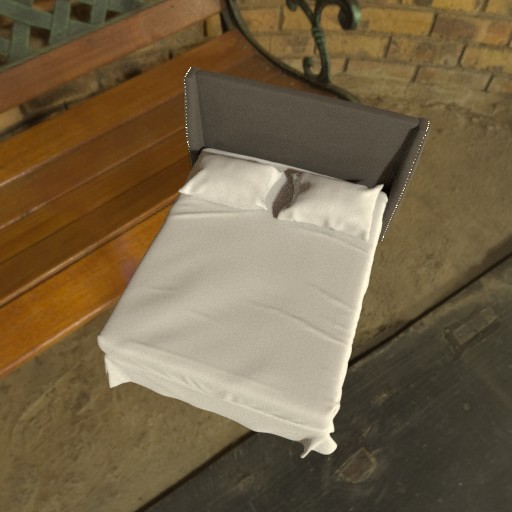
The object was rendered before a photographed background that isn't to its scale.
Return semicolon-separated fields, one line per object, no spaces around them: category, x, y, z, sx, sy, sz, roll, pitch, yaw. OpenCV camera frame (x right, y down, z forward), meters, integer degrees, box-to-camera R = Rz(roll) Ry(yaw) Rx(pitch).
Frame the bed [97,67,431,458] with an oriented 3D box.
bed;0.000;0.000;3.340;1.925;1.332;2.276;16;60;10
